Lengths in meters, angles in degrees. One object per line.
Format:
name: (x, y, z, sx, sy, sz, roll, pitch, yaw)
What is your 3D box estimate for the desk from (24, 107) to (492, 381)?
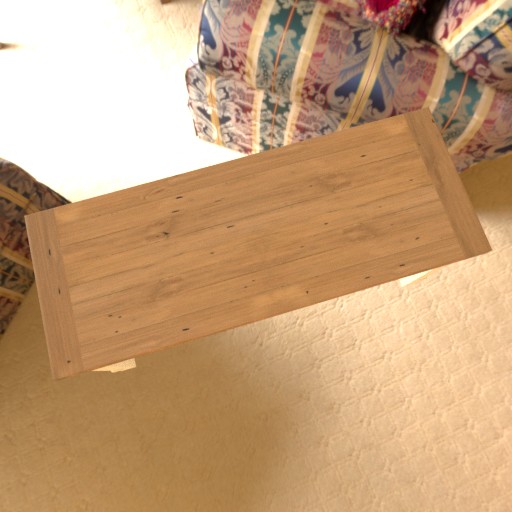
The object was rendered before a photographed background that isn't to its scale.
desk: (0.000, 0.000, 2.192, 1.803, 0.762, 0.688, -16, 76, -4)
